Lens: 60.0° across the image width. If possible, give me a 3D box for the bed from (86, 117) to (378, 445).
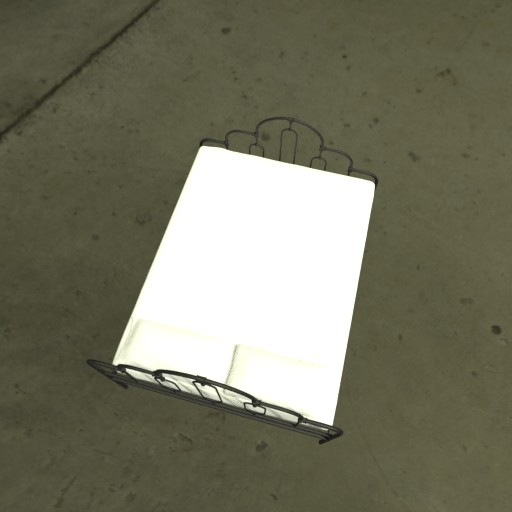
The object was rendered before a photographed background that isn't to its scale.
[{"bbox_3d":[0.000,0.000,3.285,1.640,1.429,2.163,13,65,7],"label":"bed"}]
